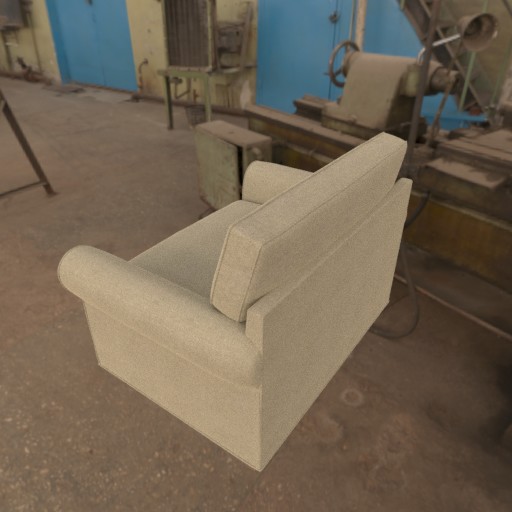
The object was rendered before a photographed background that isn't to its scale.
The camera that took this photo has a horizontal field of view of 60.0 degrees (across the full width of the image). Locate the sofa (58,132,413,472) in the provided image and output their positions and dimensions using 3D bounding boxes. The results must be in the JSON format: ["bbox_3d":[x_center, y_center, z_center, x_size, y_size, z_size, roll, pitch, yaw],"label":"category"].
[{"bbox_3d":[0.000,0.000,2.032,0.936,0.991,1.405,21,37,30],"label":"sofa"}]
